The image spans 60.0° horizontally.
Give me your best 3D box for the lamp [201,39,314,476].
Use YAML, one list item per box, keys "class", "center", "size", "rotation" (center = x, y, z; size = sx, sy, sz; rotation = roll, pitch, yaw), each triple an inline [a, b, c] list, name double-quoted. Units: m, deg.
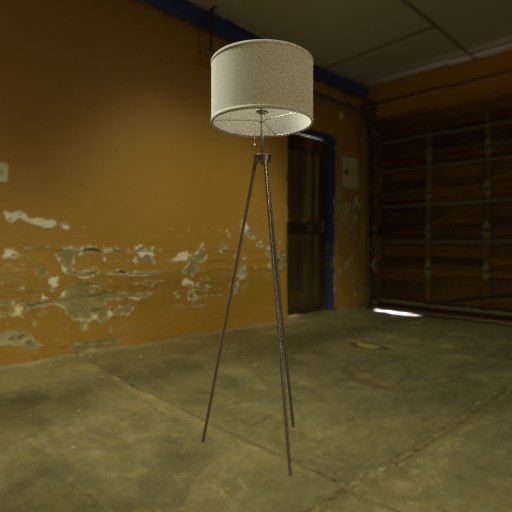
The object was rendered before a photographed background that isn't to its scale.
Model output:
- class: "lamp"
  center: [0.000, 0.000, 1.778]
  size: [0.458, 1.545, 0.448]
  rotation: [0, 1, 2]
